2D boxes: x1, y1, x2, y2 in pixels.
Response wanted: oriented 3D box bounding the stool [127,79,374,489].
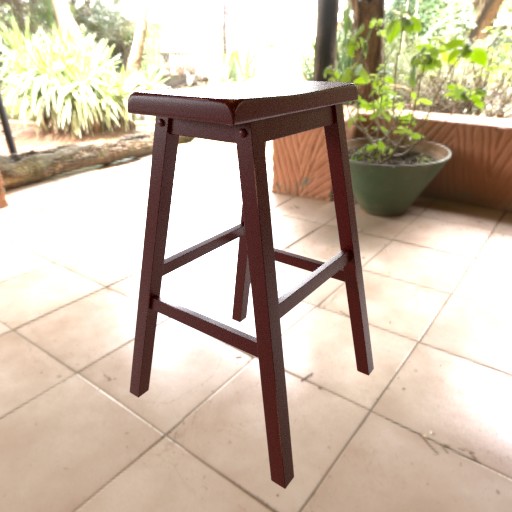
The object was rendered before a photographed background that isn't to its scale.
[{"bbox_3d":[0.000,0.000,1.031,0.476,0.737,0.457,17,30,32],"label":"stool"}]
